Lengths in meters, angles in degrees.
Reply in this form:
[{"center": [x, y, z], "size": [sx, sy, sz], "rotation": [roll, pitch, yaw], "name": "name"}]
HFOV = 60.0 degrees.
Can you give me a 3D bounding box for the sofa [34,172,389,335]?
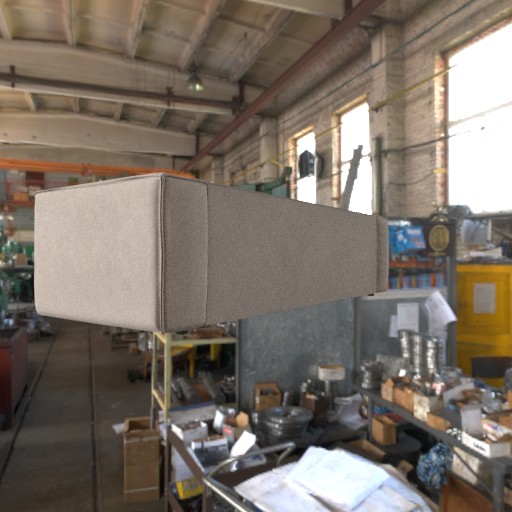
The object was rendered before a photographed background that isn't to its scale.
[{"center": [0.000, 0.000, 3.099], "size": [1.038, 0.680, 2.697], "rotation": [0, 0, 36], "name": "sofa"}]
